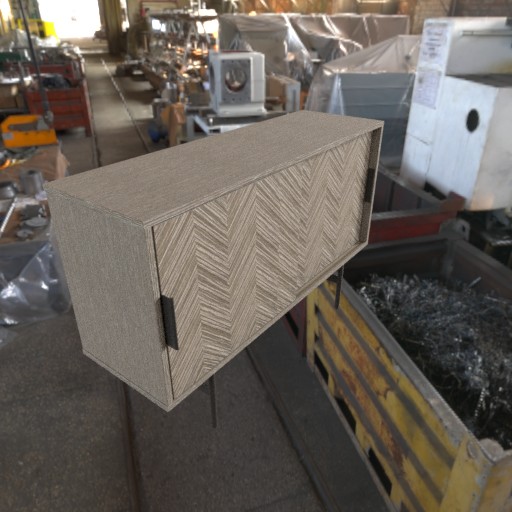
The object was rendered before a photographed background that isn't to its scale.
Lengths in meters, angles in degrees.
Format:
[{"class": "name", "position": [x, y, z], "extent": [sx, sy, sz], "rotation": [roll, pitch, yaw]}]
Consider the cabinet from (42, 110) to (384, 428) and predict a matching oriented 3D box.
[{"class": "cabinet", "position": [0.000, 0.000, 1.581], "extent": [0.405, 0.787, 1.194], "rotation": [20, 35, 32]}]
